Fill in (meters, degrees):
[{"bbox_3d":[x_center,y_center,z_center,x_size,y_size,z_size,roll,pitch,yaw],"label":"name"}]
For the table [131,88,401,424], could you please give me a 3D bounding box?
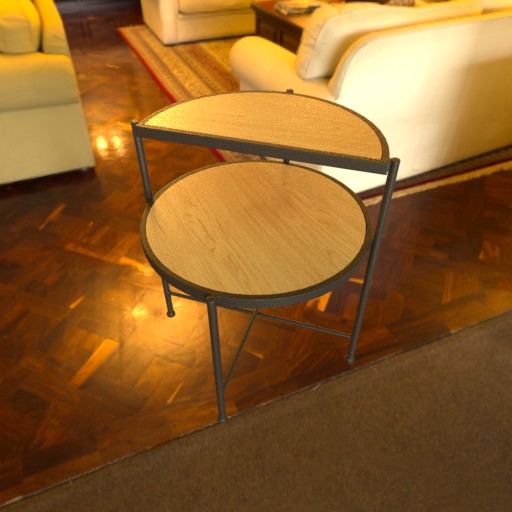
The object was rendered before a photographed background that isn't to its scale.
[{"bbox_3d":[0.000,0.000,1.199,0.629,0.684,0.628,12,43,13],"label":"table"}]
